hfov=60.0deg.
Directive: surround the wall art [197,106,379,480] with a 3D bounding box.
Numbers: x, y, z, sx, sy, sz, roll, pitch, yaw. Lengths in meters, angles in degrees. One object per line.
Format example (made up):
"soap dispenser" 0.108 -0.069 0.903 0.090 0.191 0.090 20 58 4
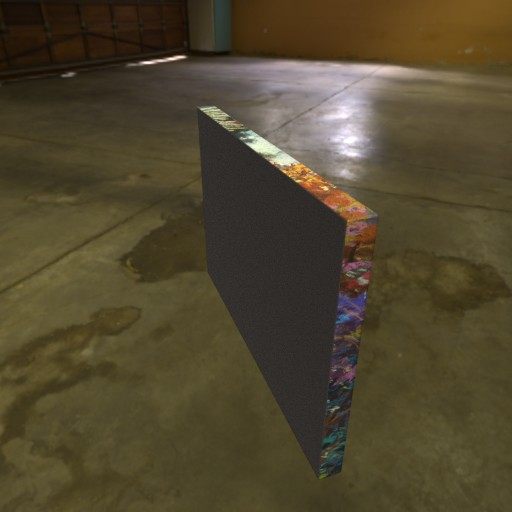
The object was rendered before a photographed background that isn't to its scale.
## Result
"wall art" 0.000 0.000 0.788 0.037 0.406 0.610 -10 31 -18
